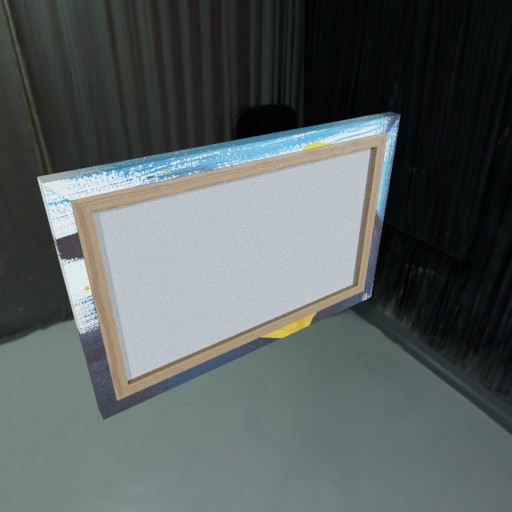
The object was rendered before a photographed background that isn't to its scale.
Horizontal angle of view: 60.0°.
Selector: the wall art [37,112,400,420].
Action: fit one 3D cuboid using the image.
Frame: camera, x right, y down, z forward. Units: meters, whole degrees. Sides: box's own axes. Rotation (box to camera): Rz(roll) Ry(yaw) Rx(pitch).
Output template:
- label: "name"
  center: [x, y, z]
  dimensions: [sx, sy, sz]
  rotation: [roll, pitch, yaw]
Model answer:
- label: "wall art"
  center: [0.000, 0.000, 1.151]
  dimensions: [0.914, 0.610, 0.039]
  rotation: [-19, 35, -28]
